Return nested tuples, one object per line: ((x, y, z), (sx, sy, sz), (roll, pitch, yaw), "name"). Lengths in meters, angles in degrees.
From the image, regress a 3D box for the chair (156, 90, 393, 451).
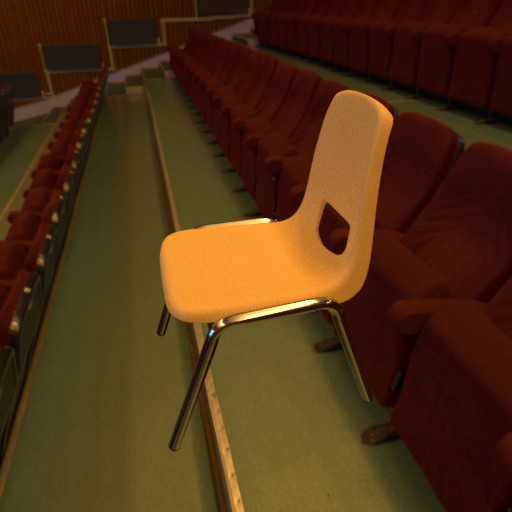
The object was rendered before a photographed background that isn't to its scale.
((0.000, 0.000, 0.864), (0.423, 0.586, 0.354), (-8, 31, -13), "chair")
